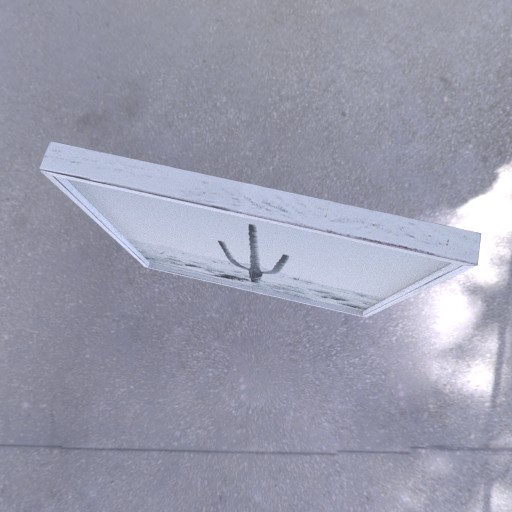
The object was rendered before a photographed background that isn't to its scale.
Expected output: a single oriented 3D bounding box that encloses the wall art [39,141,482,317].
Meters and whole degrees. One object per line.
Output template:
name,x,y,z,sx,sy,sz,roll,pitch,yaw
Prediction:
wall art,0.000,0.000,0.750,0.508,0.508,0.038,13,76,3
